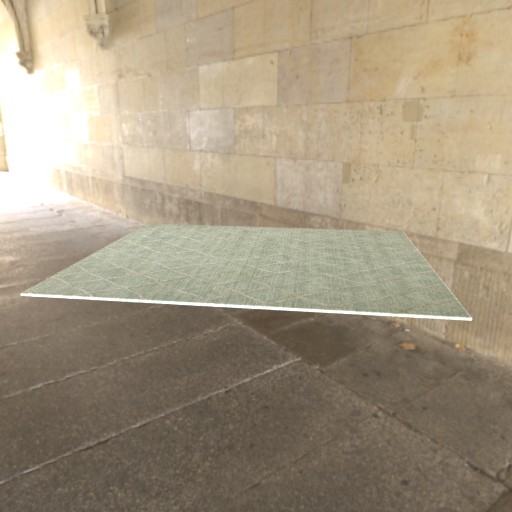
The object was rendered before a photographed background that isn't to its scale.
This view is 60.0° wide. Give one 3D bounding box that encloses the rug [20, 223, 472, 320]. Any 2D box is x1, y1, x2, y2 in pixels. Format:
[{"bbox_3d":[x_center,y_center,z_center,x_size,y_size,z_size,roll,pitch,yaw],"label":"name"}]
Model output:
[{"bbox_3d":[0.000,0.000,4.090,3.039,0.019,2.420,2,16,8],"label":"rug"}]
